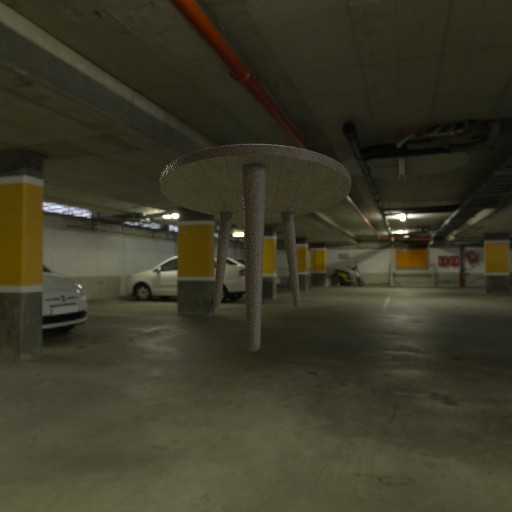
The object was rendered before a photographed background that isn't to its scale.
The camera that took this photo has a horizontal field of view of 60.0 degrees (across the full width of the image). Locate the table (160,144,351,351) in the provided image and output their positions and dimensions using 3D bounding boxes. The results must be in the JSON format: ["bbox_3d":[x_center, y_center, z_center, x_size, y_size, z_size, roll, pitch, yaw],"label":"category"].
[{"bbox_3d":[0.000,0.000,1.363,0.542,0.390,1.083,0,-1,1],"label":"table"}]
